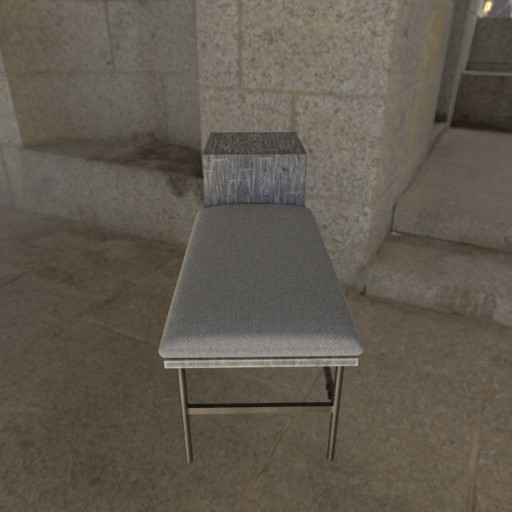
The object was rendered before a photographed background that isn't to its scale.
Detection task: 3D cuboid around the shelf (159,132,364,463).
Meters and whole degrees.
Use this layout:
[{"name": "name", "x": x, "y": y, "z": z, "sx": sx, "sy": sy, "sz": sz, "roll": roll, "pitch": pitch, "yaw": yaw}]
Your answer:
[{"name": "shelf", "x": 0.000, "y": 0.000, "z": 1.608, "sx": 0.457, "sy": 0.633, "sz": 1.342, "roll": 0, "pitch": 26, "yaw": -1}]
